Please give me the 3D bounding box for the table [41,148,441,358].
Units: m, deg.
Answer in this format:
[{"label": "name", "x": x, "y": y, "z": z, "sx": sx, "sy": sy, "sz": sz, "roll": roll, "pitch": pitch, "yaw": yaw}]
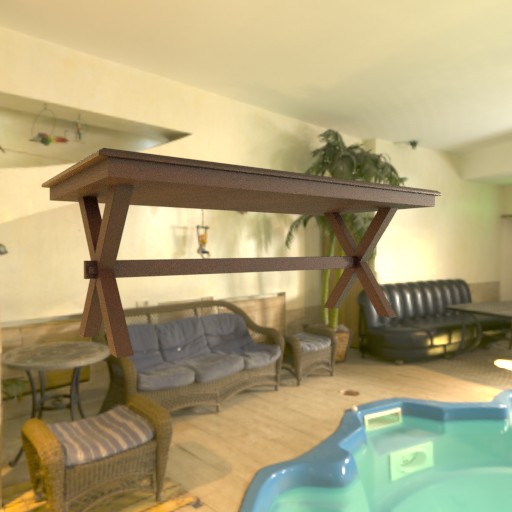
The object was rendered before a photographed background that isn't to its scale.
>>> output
[{"label": "table", "x": 0.000, "y": 0.000, "z": 1.476, "sx": 1.197, "sy": 0.459, "sz": 0.594, "roll": -1, "pitch": 1, "yaw": -36}]
